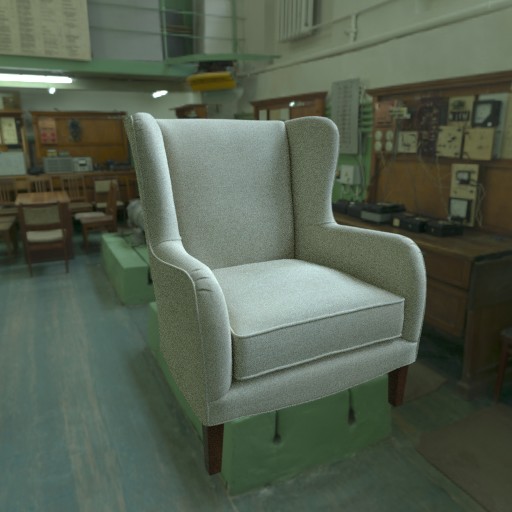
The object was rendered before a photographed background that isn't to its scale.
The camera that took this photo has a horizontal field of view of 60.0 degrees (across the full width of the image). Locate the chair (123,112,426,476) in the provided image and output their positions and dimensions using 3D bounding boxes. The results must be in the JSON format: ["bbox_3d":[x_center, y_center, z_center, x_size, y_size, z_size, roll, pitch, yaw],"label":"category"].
[{"bbox_3d":[0.000,0.000,1.690,0.838,1.040,0.966,-8,17,-27],"label":"chair"}]
